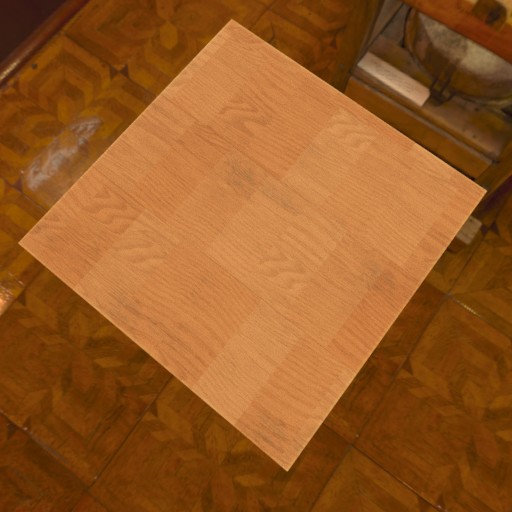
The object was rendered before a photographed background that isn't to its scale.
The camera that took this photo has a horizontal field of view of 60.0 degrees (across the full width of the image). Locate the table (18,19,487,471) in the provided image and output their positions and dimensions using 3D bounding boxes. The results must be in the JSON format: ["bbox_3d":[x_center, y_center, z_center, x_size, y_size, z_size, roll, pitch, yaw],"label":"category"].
[{"bbox_3d":[0.000,0.000,1.348,0.747,0.738,0.747,38,79,9],"label":"table"}]
